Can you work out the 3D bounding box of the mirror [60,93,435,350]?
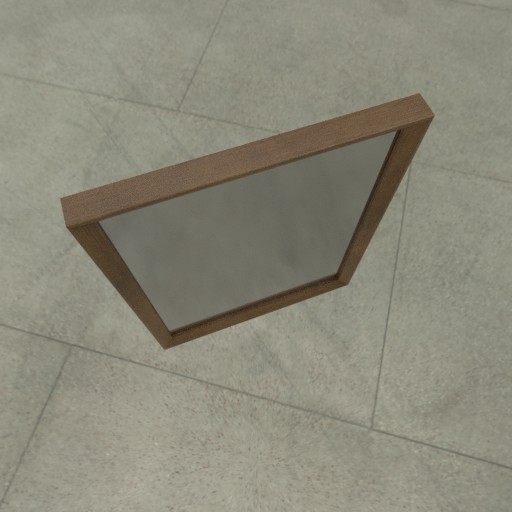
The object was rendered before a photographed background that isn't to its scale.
[{"bbox_3d":[0.000,0.000,0.695,0.406,0.509,0.041,-18,66,-8],"label":"mirror"}]
